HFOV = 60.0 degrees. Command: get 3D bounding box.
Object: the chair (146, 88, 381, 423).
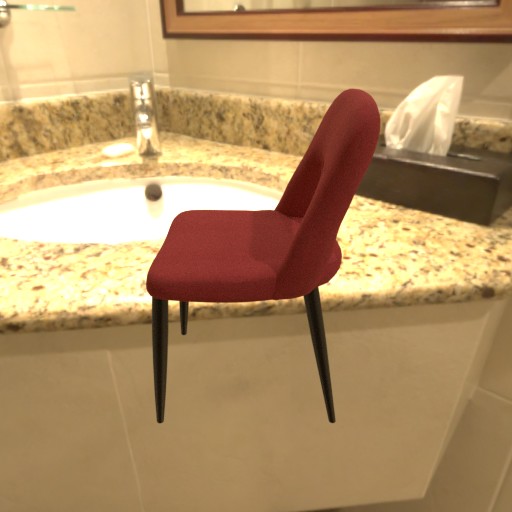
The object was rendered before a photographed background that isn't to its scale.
[{"bbox_3d":[0.000,0.000,1.271,0.569,0.892,0.483,1,27,1],"label":"chair"}]
